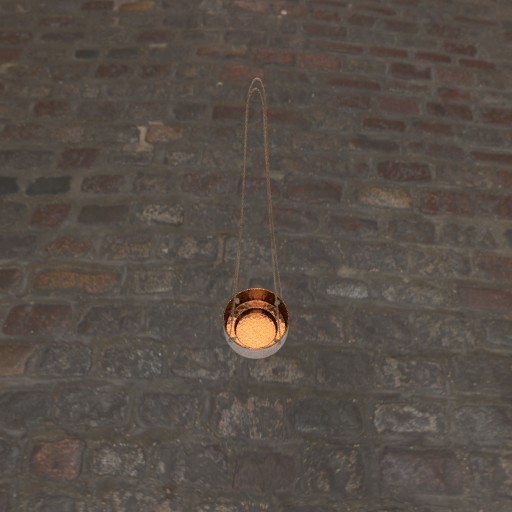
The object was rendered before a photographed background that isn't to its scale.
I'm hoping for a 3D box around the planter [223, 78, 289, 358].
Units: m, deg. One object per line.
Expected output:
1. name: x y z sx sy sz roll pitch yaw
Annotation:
1. planter: 0.000 0.000 1.140 0.223 1.030 0.223 2 58 1
